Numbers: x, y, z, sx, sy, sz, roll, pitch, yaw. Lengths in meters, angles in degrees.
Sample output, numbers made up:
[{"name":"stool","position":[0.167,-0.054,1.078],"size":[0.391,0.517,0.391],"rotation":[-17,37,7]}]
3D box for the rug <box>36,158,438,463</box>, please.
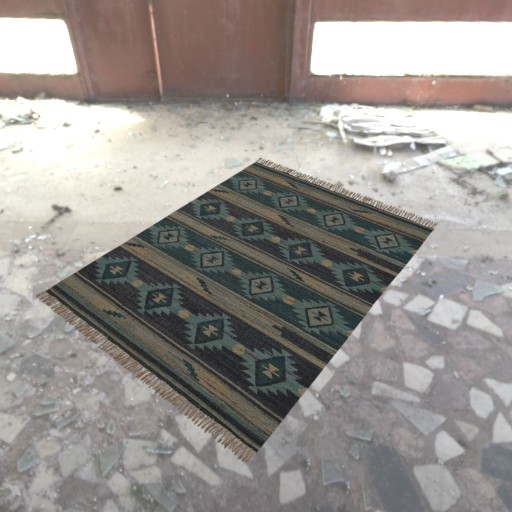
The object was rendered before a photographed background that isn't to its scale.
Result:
[{"name":"rug","position":[0.000,0.000,4.338],"size":[2.418,0.047,3.307],"rotation":[27,47,28]}]
